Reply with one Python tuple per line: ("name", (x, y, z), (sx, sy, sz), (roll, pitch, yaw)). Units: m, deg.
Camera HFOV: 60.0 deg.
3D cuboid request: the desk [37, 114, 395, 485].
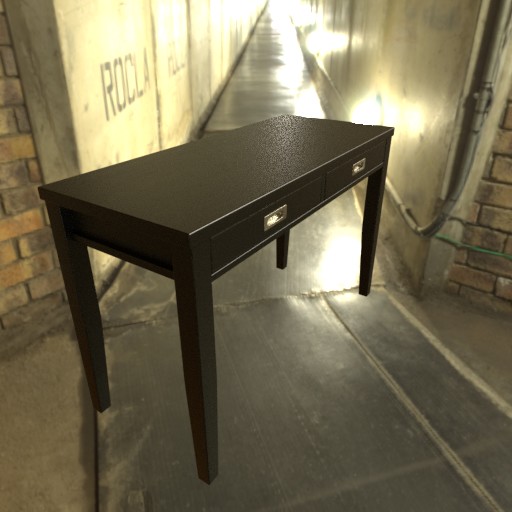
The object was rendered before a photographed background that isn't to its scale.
("desk", (0.000, 0.000, 1.616), (0.508, 0.775, 1.220), (17, 32, 30))
